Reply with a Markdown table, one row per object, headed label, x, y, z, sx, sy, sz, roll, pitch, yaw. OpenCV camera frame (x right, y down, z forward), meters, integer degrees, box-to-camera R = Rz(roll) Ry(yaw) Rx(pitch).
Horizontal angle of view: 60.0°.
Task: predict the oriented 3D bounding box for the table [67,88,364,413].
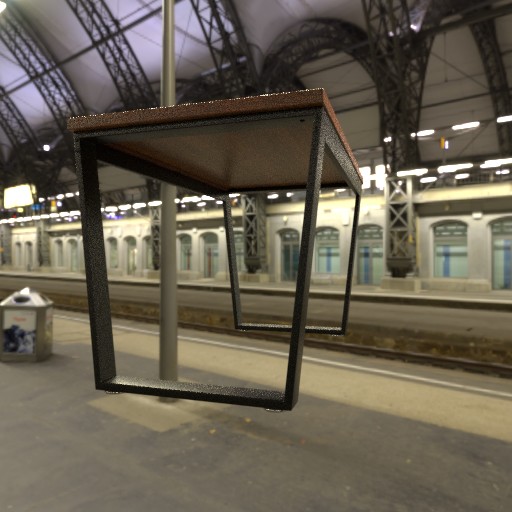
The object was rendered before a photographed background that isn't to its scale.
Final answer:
| label | x | y | z | sx | sy | sz | roll | pitch | yaw |
| --- | --- | --- | --- | --- | --- | --- | --- | --- | --- |
| table | 0.000 | 0.000 | 1.692 | 0.714 | 0.760 | 1.205 | 0 | 0 | 18 |
